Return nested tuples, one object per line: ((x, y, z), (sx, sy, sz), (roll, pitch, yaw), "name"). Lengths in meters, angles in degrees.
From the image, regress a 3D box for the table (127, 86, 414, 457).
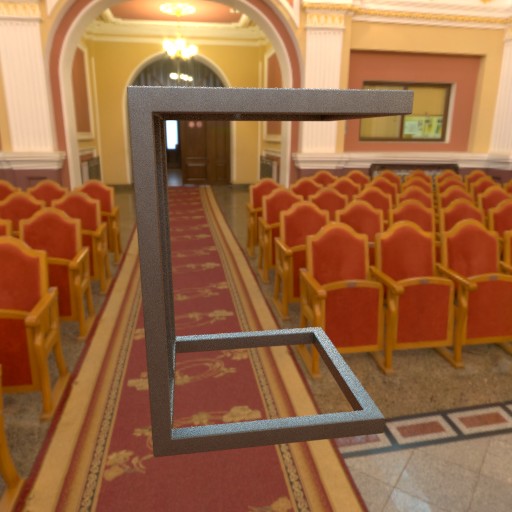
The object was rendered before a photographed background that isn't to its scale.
((0.000, 0.000, 0.909), (0.420, 0.609, 0.405), (-2, 16, -9), "table")
